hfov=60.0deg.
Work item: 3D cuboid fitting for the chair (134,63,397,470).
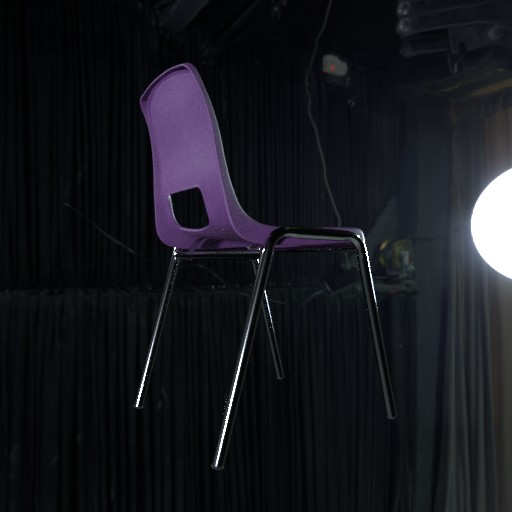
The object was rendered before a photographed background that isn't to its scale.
[{"bbox_3d":[0.000,0.000,0.923,0.432,0.654,0.381,0,-1,-35],"label":"chair"}]
